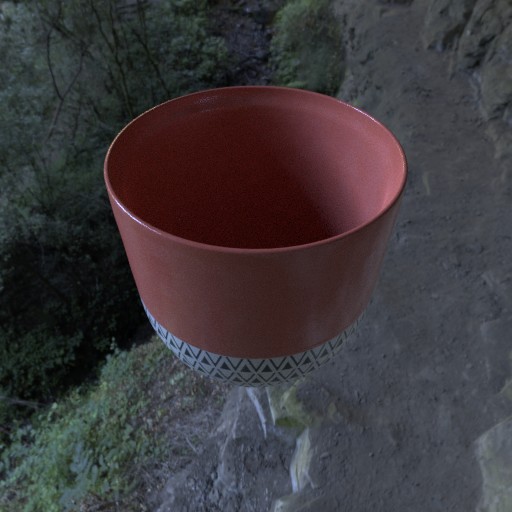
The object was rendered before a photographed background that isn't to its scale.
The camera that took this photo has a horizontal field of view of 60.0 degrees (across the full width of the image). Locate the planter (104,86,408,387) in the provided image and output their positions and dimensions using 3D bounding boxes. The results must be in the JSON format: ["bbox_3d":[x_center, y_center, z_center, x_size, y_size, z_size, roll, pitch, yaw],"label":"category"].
[{"bbox_3d":[0.000,0.000,0.492,0.266,0.270,0.266,0,45,0],"label":"planter"}]
